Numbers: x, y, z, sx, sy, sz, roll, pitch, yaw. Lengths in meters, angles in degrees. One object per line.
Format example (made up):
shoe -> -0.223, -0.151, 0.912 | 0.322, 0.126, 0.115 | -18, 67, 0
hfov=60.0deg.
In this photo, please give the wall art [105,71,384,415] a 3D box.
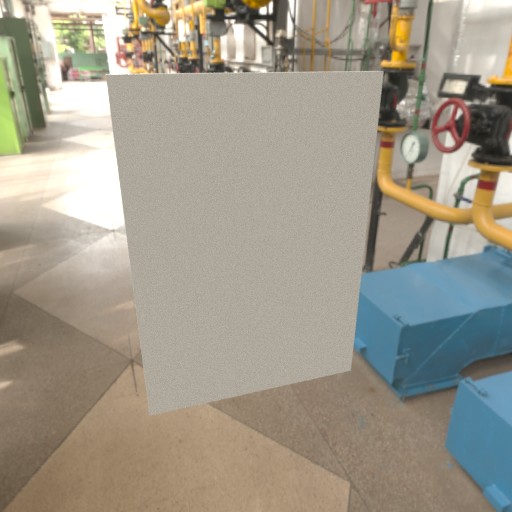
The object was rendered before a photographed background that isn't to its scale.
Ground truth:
wall art -> 0.000, 0.000, 0.697 | 0.381, 0.533, 0.013 | -8, 25, -16
